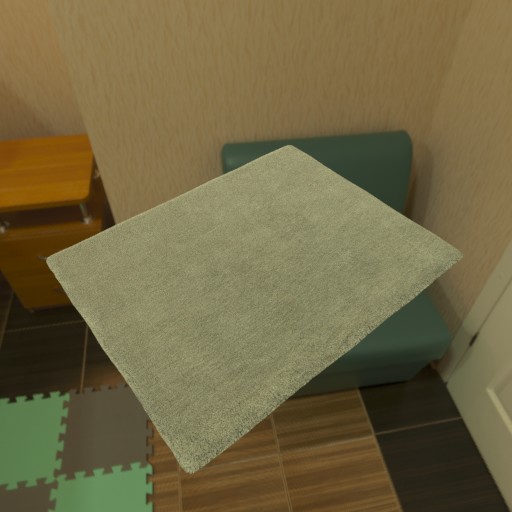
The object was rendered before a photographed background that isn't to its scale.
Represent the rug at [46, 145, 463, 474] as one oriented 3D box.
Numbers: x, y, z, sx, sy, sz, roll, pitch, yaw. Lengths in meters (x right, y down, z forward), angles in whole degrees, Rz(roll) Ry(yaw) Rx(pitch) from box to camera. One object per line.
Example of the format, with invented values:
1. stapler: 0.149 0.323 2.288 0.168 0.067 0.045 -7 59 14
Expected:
1. rug: 0.000 0.000 3.899 2.933 0.027 2.332 -31 54 -26
